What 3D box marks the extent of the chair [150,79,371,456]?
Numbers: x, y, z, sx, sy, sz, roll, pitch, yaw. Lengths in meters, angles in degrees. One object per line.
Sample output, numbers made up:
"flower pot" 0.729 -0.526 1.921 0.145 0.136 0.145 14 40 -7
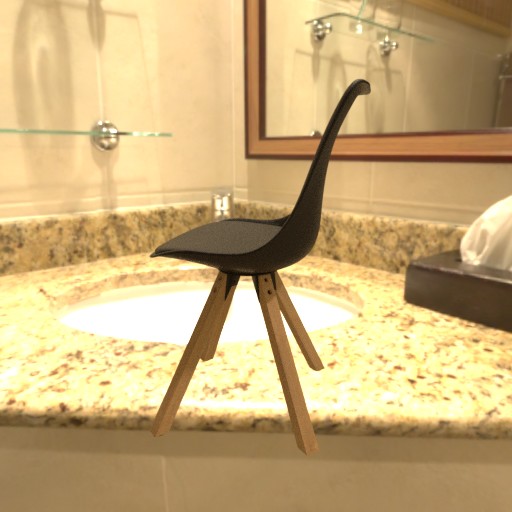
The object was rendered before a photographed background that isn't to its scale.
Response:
"chair" 0.000 0.000 1.190 0.549 0.850 0.485 2 14 10
